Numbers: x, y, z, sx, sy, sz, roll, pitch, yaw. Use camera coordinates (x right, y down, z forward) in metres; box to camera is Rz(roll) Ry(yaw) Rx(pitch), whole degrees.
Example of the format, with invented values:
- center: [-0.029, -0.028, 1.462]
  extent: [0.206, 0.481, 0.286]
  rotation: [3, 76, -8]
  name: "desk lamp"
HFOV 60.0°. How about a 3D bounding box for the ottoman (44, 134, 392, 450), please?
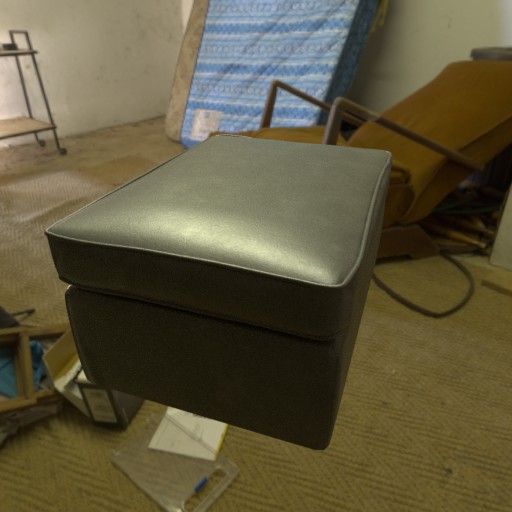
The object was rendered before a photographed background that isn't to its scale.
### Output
- center: [0.000, 0.000, 1.093]
  extent: [0.554, 0.445, 0.756]
  rotation: [10, 30, 17]
  name: "ottoman"
